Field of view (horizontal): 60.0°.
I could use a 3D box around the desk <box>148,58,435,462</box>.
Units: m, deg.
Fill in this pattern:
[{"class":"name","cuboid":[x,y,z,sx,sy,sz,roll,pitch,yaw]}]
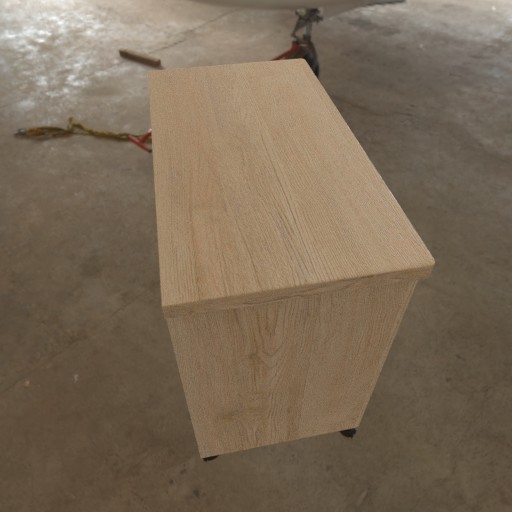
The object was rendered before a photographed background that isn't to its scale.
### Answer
[{"class":"desk","cuboid":[0.000,0.000,1.321,0.480,0.770,0.885,-8,47,-8]}]
